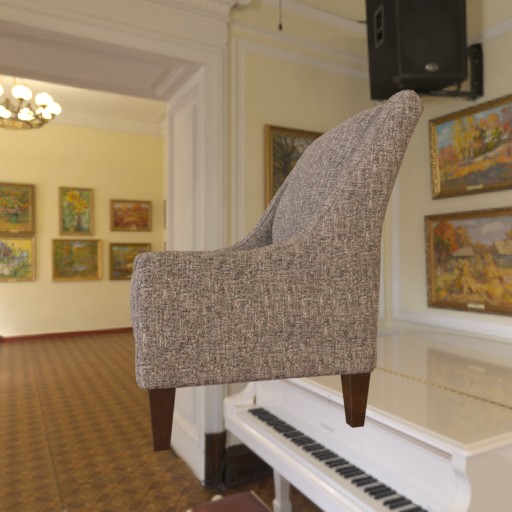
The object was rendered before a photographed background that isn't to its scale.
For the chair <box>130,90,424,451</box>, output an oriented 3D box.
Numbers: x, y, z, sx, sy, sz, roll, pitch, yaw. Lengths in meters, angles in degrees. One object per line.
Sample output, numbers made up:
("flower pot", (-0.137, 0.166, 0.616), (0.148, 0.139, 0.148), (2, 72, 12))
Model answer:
("chair", (0.000, 0.000, 1.590), (0.870, 1.014, 0.774), (0, 0, -16))
